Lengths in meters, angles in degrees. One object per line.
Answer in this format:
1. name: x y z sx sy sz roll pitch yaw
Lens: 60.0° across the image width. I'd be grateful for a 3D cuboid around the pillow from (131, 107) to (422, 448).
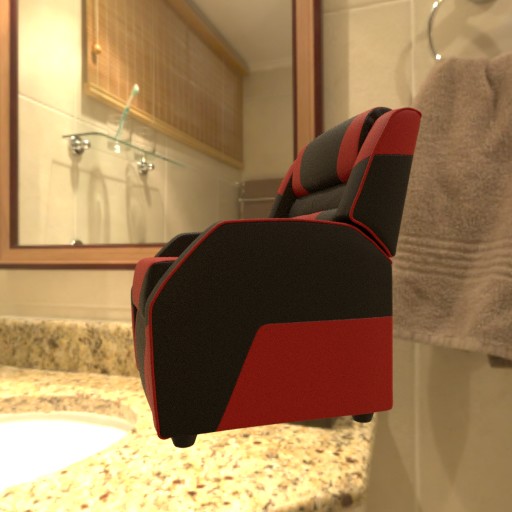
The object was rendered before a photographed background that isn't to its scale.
1. pillow: 0.000 0.000 1.274 0.672 0.805 0.620 0 0 -19
